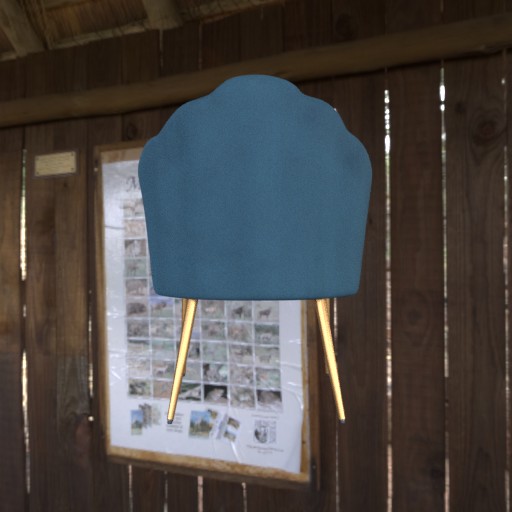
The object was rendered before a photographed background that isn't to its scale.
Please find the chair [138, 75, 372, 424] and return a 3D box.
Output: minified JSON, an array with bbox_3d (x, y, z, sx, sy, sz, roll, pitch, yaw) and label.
[{"bbox_3d":[0.000,0.000,1.291,0.657,0.819,0.599,0,-1,0],"label":"chair"}]
